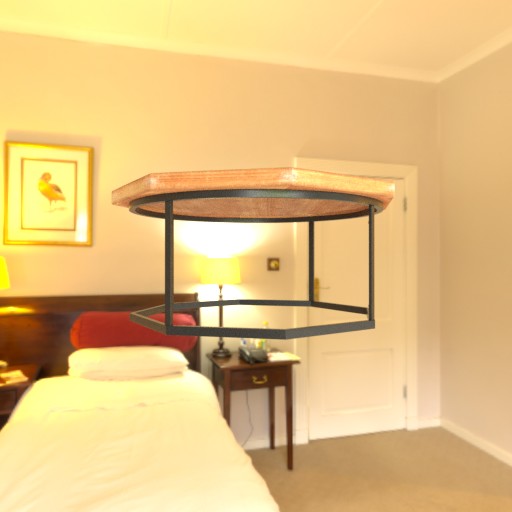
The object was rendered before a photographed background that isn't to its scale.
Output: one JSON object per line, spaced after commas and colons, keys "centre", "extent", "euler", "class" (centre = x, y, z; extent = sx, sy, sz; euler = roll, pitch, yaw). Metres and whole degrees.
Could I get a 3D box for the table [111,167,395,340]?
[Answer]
{"centre": [0.000, 0.000, 1.601], "extent": [1.002, 0.444, 1.002], "euler": [0, 0, 0], "class": "table"}
